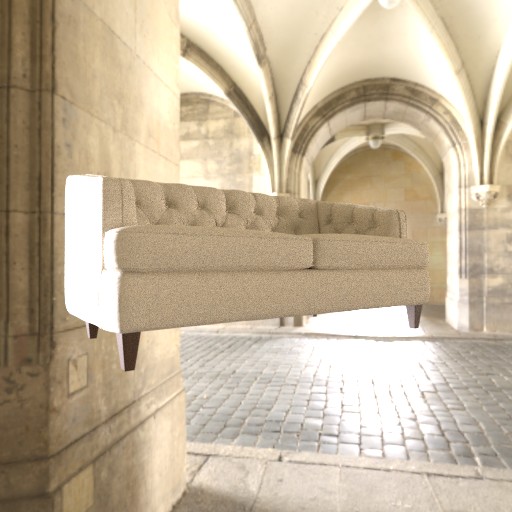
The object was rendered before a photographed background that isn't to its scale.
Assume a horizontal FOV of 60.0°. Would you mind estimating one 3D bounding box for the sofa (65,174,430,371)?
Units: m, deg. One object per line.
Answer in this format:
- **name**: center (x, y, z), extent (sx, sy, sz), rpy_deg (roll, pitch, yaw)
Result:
- **sofa**: center (0.000, 0.000, 2.262), extent (1.733, 0.855, 0.941), rpy_deg (1, -1, -36)
